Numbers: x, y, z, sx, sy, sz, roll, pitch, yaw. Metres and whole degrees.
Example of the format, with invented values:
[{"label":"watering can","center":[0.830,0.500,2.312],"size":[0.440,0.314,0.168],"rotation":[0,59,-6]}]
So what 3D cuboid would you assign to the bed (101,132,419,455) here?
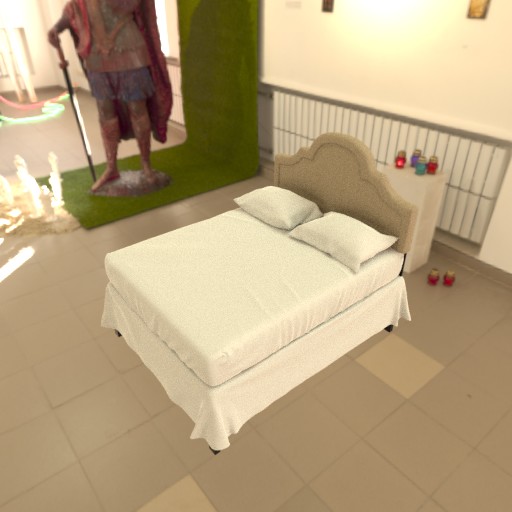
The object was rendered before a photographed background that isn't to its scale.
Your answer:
[{"label":"bed","center":[0.000,0.000,3.599],"size":[2.222,1.634,1.780],"rotation":[-24,39,-33]}]
